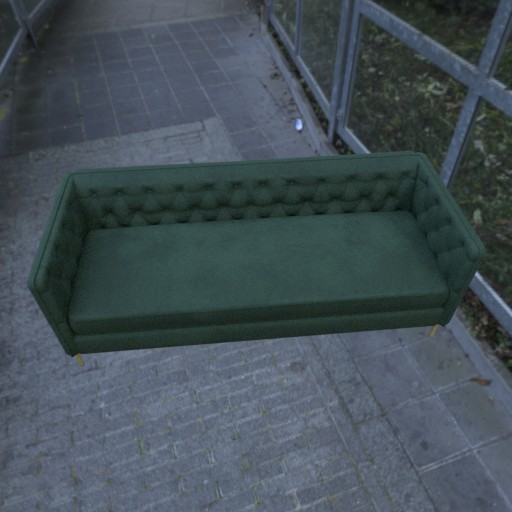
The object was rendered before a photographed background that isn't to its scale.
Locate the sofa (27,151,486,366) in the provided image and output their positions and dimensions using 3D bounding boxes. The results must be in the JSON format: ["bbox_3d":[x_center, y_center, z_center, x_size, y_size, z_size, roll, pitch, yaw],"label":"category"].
[{"bbox_3d":[0.000,0.000,2.618,2.209,0.771,0.895,-4,46,-4],"label":"sofa"}]
